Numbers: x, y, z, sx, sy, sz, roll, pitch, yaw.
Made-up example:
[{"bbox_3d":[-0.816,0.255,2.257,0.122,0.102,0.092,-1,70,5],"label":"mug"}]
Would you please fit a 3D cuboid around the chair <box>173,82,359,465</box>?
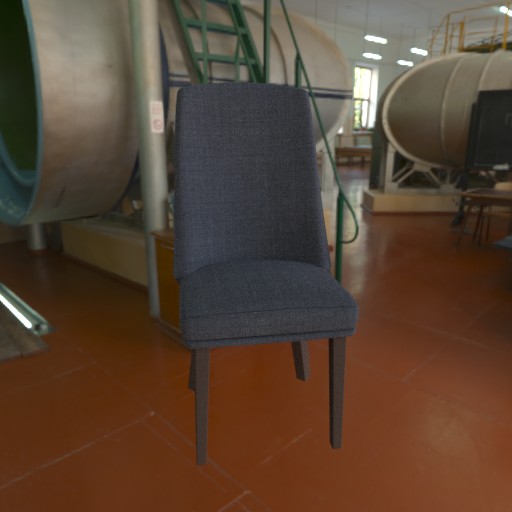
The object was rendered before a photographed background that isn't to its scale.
[{"bbox_3d":[0.000,0.000,1.367,0.510,1.050,0.577,-3,17,-9],"label":"chair"}]
